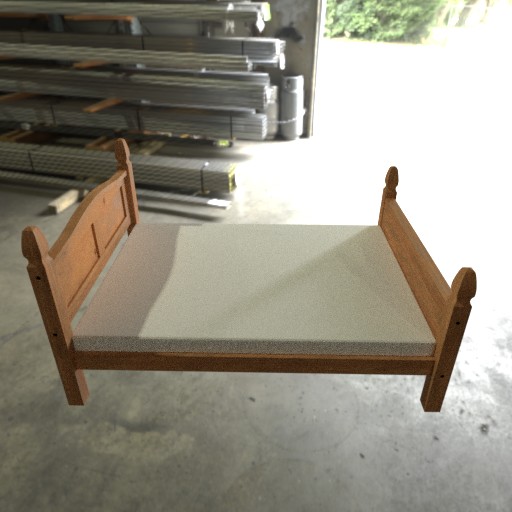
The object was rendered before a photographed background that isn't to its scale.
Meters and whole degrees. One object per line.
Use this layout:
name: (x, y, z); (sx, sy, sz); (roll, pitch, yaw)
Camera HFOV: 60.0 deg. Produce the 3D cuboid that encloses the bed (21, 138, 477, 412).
bed: (0.000, 0.000, 2.826); (2.069, 1.100, 1.490); (1, 30, 1)
